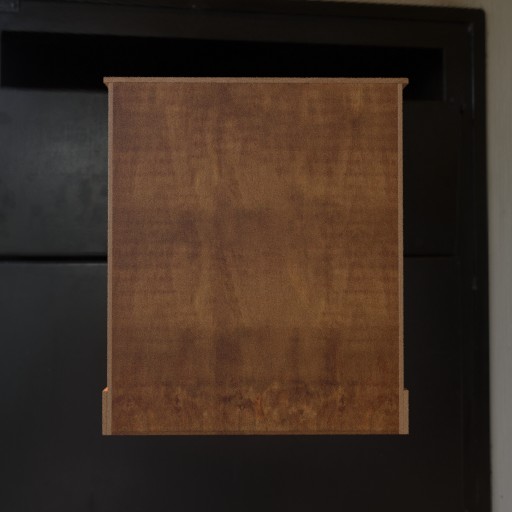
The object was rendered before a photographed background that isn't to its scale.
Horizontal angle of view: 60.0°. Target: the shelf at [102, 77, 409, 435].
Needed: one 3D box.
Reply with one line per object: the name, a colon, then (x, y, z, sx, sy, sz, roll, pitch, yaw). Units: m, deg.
shelf: (0.000, 0.000, 1.361, 0.840, 0.980, 0.291, 0, -1, 0)
